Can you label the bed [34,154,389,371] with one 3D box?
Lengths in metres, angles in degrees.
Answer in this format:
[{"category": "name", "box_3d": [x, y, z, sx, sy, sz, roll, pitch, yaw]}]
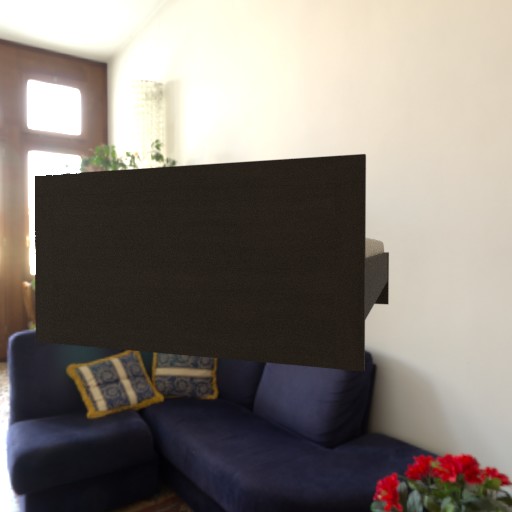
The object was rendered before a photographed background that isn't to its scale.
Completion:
[{"category": "bed", "box_3d": [0.000, 0.000, 2.898, 1.585, 0.823, 2.073, 0, 1, 19]}]
